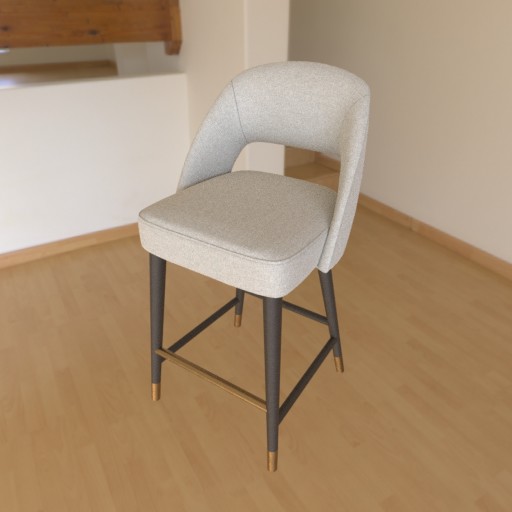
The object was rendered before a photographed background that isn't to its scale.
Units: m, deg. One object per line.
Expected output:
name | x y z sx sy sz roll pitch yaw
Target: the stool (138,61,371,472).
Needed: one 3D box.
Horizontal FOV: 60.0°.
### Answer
stool | 0.000 0.000 1.220 0.494 0.940 0.509 19 35 29
